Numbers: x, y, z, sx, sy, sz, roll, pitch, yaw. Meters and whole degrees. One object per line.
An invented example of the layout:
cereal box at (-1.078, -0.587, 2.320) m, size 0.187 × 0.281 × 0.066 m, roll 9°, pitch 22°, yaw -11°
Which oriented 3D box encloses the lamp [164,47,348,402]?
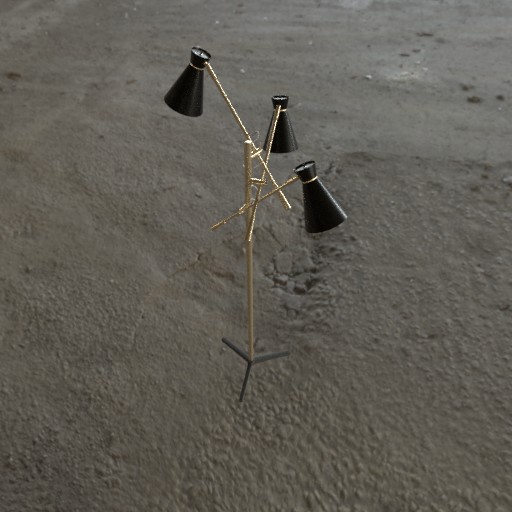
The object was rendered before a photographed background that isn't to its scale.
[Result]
lamp at (0.000, 0.000, 2.111) m, size 0.750 × 1.804 × 0.653 m, roll 10°, pitch 48°, yaw 9°
